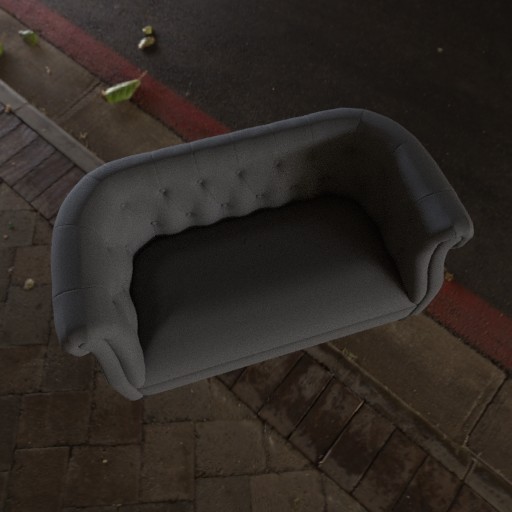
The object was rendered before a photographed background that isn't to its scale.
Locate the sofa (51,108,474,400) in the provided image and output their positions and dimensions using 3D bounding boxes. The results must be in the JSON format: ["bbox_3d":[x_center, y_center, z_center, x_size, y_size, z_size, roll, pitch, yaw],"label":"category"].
[{"bbox_3d":[0.000,0.000,1.993,1.558,0.827,0.835,-15,65,-7],"label":"sofa"}]
